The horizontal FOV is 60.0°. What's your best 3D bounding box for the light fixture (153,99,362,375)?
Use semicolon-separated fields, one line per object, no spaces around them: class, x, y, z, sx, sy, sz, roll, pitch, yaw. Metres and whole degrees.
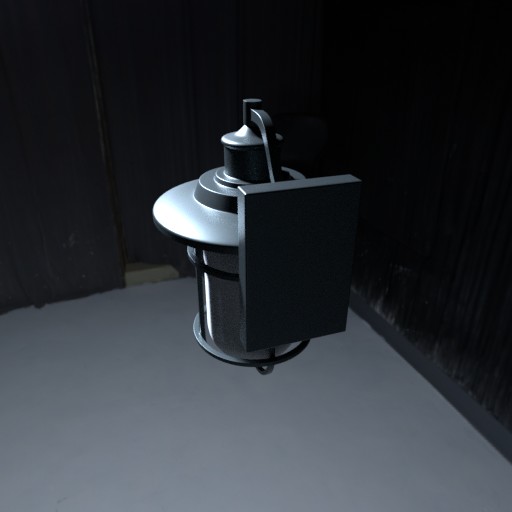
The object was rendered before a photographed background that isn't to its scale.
light fixture;0.000;0.000;0.520;0.222;0.345;0.252;-9;28;-17
